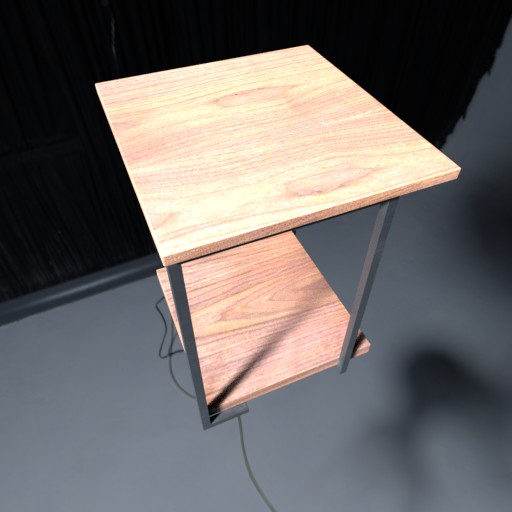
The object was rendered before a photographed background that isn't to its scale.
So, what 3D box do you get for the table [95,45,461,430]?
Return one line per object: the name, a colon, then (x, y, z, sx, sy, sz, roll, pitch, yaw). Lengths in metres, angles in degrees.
table: (0.000, 0.000, 0.838, 0.384, 0.567, 0.411, -17, 49, -16)
